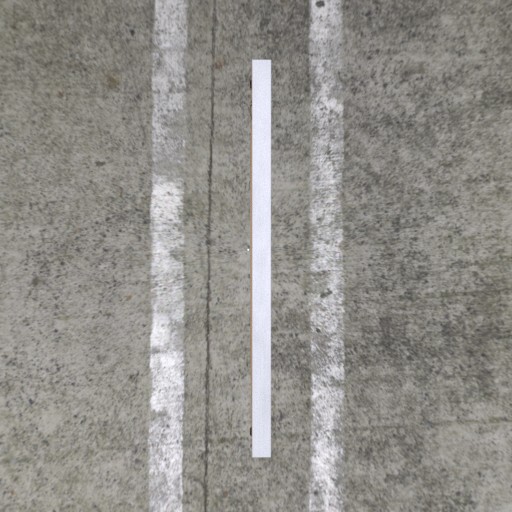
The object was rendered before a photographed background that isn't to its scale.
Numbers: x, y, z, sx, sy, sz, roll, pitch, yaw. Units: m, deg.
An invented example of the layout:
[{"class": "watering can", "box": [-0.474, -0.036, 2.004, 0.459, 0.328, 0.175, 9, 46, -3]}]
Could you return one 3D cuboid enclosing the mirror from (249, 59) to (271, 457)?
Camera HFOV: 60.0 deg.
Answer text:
[{"class": "mirror", "box": [0.000, 0.000, 1.356, 0.041, 1.016, 0.762, 0, 91, -1]}]
